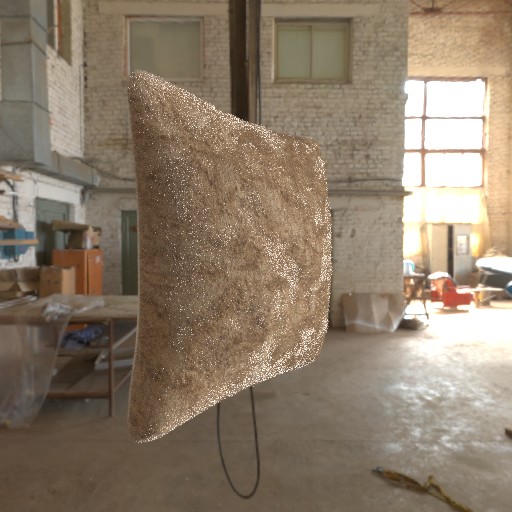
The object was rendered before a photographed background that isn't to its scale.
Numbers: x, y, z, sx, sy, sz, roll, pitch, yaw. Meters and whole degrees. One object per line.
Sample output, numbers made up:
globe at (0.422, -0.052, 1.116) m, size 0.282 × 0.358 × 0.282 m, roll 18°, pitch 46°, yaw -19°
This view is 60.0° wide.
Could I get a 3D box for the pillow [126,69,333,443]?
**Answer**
pillow at (0.000, 0.000, 0.804) m, size 0.216 × 0.525 × 0.538 m, roll 2°, pitch 3°, yaw 35°
